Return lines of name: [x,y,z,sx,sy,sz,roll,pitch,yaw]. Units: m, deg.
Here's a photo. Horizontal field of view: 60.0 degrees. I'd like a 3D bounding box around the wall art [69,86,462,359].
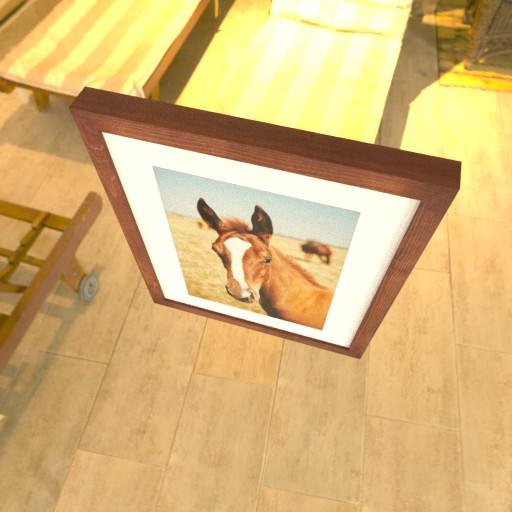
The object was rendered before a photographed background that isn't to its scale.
wall art: [0.000,0.000,0.528,0.330,0.381,0.030,14,59,9]
